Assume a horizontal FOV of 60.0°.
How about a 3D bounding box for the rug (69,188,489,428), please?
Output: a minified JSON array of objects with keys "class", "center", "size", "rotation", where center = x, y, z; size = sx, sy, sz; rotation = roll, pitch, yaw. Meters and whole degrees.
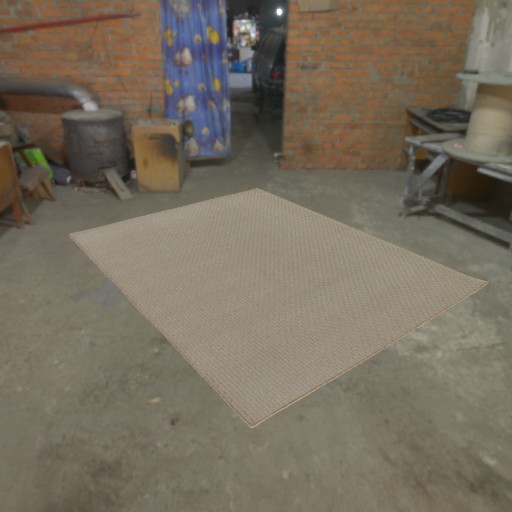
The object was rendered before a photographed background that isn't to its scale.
[{"class":"rug","center":[0.000,0.000,3.793],"size":[2.277,0.035,2.897],"rotation":[-19,33,-33]}]
